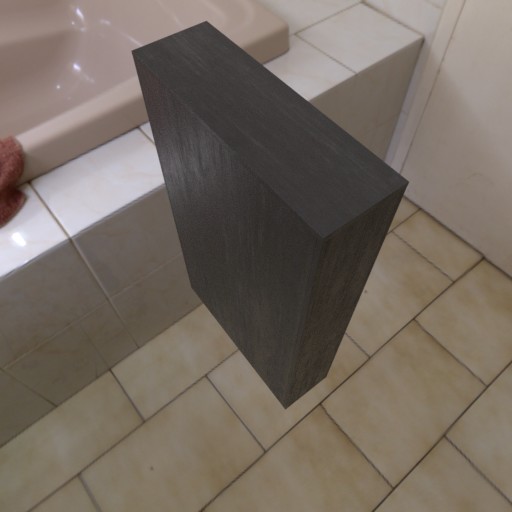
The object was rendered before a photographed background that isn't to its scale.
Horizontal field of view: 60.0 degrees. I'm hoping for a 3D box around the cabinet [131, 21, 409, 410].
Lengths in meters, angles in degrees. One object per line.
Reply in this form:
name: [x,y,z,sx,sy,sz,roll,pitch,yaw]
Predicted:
cabinet: [0.000,0.000,1.572,0.250,1.280,0.750,-32,63,-19]
